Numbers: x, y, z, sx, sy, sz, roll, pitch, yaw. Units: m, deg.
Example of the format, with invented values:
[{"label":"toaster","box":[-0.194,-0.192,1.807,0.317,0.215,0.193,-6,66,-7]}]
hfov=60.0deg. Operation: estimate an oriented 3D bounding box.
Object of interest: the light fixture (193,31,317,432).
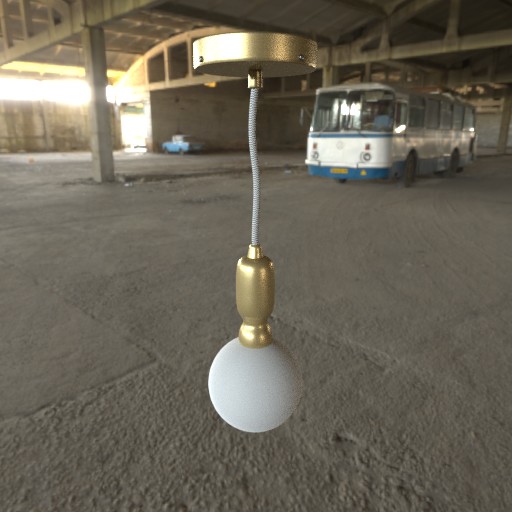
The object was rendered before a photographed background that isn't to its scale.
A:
[{"label":"light fixture","box":[0.000,0.000,0.583,0.147,0.510,0.146,-14,21,-41]}]
